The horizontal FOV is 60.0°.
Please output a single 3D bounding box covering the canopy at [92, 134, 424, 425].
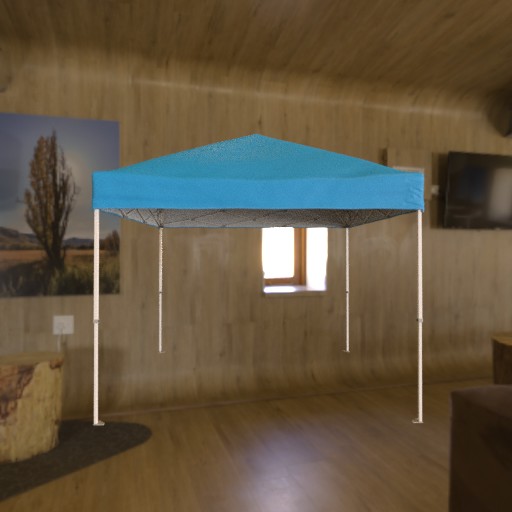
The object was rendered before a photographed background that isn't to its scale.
[{"bbox_3d":[0.000,0.000,5.446,2.996,2.997,2.998,0,0,-1],"label":"canopy"}]
